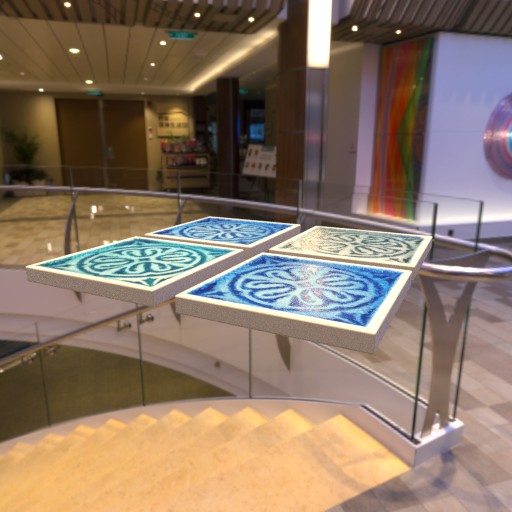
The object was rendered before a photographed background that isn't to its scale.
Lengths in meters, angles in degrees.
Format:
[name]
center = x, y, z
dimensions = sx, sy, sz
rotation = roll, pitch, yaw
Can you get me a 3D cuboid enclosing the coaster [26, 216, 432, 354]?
[coaster]
center = 0.000, 0.000, 0.324
dimensions = 0.219, 0.010, 0.214
rotation = 7, 16, 26
